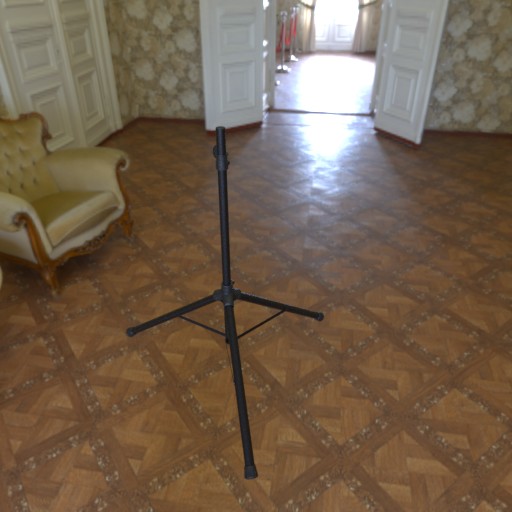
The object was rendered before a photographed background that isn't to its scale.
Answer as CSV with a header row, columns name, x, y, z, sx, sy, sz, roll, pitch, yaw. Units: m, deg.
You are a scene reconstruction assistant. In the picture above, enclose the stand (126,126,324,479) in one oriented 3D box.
name,x,y,z,sx,sy,sz,roll,pitch,yaw
stand,0.000,0.000,1.878,0.907,1.136,1.045,-21,37,-31
